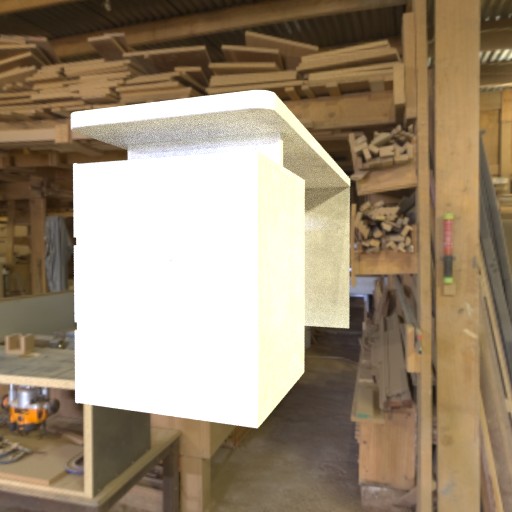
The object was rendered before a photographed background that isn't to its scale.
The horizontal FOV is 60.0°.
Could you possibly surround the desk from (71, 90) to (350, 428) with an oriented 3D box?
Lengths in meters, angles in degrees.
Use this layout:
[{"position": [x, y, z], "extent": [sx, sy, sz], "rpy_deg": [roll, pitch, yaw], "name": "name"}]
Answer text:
[{"position": [0.000, 0.000, 1.706], "extent": [0.550, 0.755, 1.400], "rpy_deg": [0, 1, 19], "name": "desk"}]
